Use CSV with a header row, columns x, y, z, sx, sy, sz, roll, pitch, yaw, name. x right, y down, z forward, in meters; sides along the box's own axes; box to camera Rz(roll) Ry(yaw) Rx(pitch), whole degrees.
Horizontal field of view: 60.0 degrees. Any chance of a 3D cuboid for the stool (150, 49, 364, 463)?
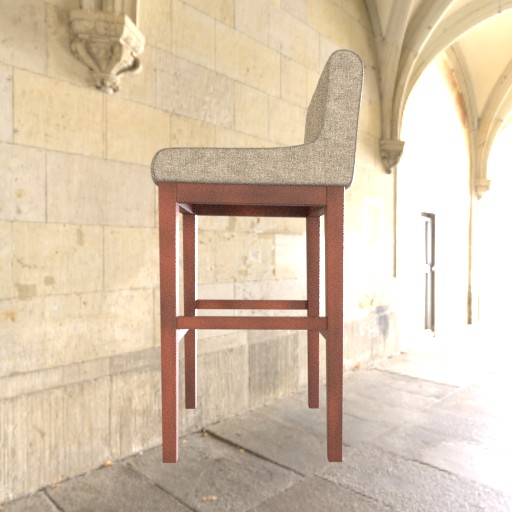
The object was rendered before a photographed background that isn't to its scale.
x,y,z,sx,sy,sz,roll,pitch,yaw,name
0.000,0.000,1.223,0.499,0.965,0.426,0,1,-1,stool
